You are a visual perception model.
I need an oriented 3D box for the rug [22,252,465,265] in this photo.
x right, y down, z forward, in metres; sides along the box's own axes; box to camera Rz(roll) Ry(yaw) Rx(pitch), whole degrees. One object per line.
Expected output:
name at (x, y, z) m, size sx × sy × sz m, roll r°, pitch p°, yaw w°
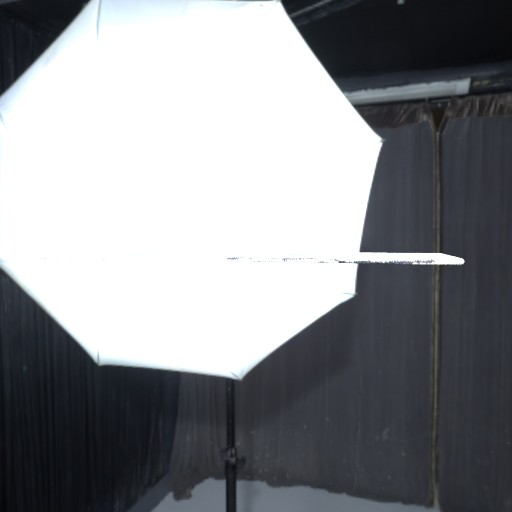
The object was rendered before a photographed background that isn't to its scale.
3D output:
rug at (0.000, 0.000, 2.301) m, size 1.847 × 0.020 × 1.238 m, roll 0°, pitch 1°, yaw 19°
